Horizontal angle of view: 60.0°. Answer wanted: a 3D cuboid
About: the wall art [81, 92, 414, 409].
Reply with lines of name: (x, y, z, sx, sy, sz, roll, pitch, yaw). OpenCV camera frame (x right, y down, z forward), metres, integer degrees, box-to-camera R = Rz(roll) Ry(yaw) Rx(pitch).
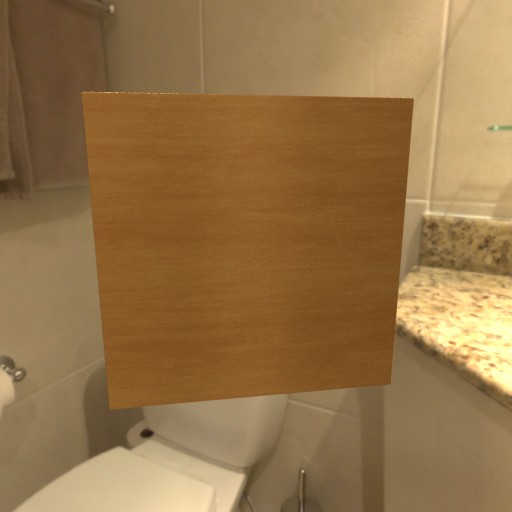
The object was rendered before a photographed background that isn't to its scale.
wall art: (0.000, 0.000, 0.443, 0.302, 0.302, 0.019, -2, 14, -9)
